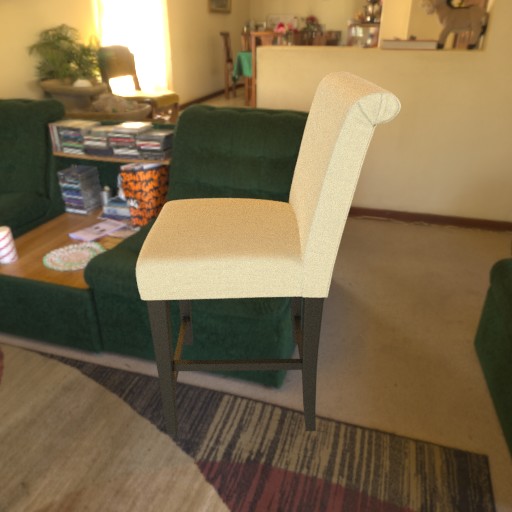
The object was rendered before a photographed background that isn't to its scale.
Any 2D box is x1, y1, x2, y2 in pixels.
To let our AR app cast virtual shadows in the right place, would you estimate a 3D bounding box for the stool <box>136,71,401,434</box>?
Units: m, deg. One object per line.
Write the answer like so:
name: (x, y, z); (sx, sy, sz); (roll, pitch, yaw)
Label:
stool: (0.000, 0.000, 1.312); (0.597, 0.976, 0.452); (0, 28, -1)
